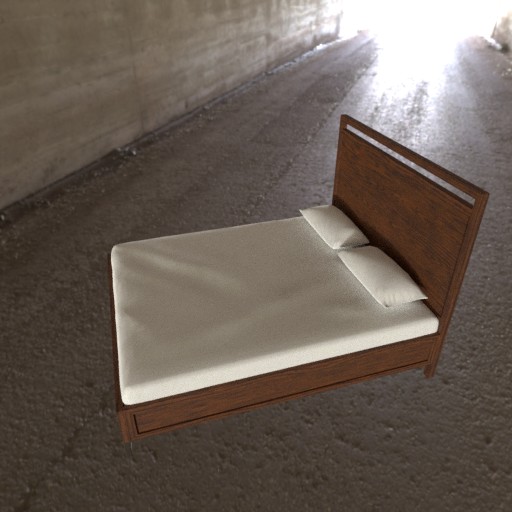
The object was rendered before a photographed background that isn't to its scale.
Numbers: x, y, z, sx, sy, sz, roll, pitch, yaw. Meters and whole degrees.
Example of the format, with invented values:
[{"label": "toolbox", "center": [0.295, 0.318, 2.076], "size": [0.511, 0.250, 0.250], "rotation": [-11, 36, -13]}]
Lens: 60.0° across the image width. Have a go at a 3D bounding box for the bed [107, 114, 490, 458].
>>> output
[{"label": "bed", "center": [0.000, 0.000, 3.330], "size": [2.218, 1.487, 1.765], "rotation": [-9, 34, -15]}]
